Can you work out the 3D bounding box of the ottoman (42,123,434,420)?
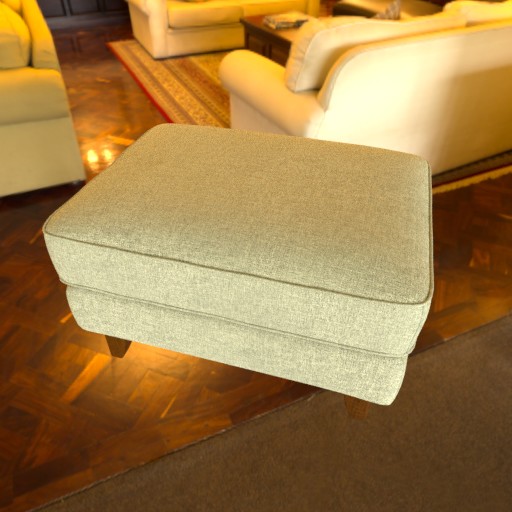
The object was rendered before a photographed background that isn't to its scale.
[{"bbox_3d":[0.000,0.000,1.290,0.889,0.561,0.661,11,41,12],"label":"ottoman"}]
